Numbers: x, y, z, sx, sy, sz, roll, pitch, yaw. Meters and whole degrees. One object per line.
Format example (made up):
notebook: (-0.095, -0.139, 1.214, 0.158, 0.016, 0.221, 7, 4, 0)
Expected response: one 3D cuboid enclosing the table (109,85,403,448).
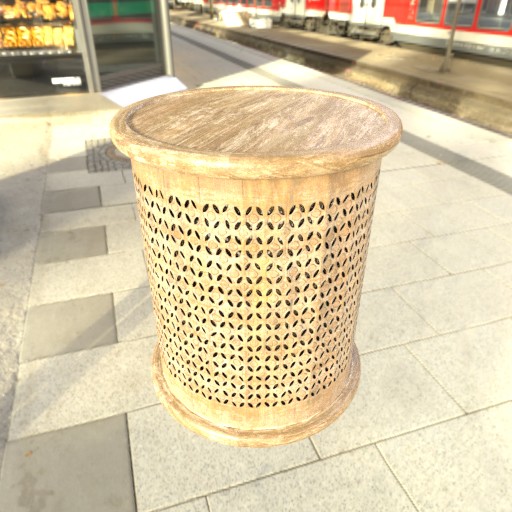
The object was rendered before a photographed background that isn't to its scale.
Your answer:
table: (0.000, 0.000, 0.758, 0.407, 0.482, 0.407, 0, 31, 0)
